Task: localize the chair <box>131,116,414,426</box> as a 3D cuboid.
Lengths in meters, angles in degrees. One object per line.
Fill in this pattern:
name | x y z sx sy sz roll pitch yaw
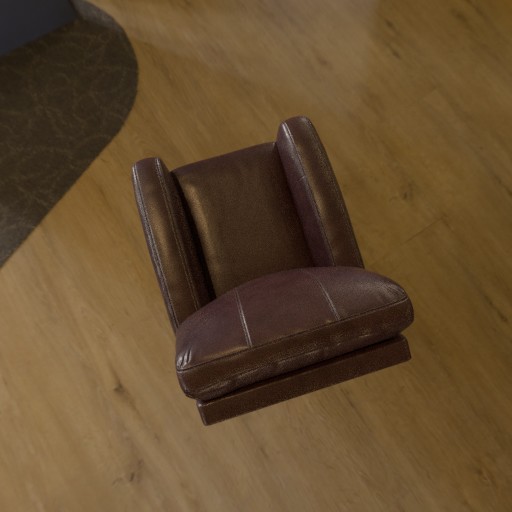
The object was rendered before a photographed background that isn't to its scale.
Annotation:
chair | 0.000 0.000 1.684 0.762 0.990 0.990 -17 77 -4
